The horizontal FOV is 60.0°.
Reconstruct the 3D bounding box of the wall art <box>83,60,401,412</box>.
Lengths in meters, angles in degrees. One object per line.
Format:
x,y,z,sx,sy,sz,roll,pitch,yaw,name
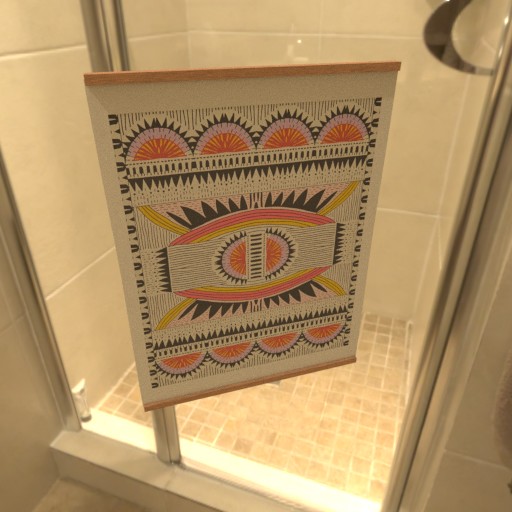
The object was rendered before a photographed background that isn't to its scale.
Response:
0.000,0.000,1.284,0.765,1.016,0.028,-9,31,-15,wall art
